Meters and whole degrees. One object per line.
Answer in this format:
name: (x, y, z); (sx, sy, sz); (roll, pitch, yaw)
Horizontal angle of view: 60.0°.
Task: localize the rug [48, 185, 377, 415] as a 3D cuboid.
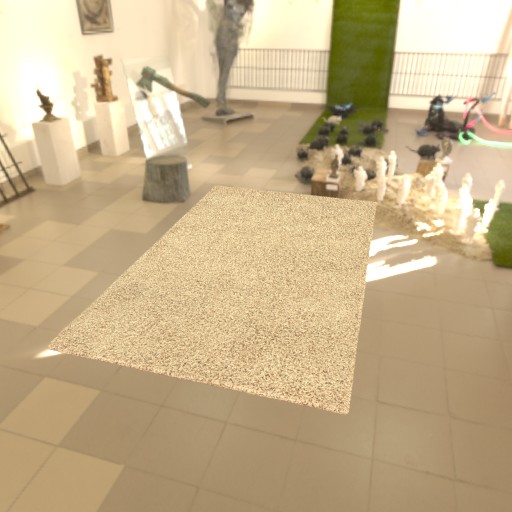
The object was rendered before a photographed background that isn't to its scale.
rug: (0.000, 0.000, 3.095); (1.524, 0.030, 2.438); (8, 30, 14)
